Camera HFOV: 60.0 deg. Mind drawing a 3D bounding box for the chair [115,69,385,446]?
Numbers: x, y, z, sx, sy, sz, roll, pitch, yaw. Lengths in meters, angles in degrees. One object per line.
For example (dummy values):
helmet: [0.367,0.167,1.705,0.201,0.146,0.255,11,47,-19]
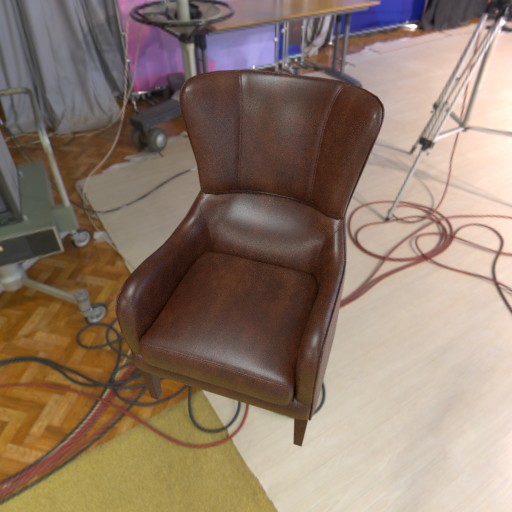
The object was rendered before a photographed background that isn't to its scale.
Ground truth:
chair: [0.000,0.000,1.636,0.692,1.048,0.914,13,44,14]
